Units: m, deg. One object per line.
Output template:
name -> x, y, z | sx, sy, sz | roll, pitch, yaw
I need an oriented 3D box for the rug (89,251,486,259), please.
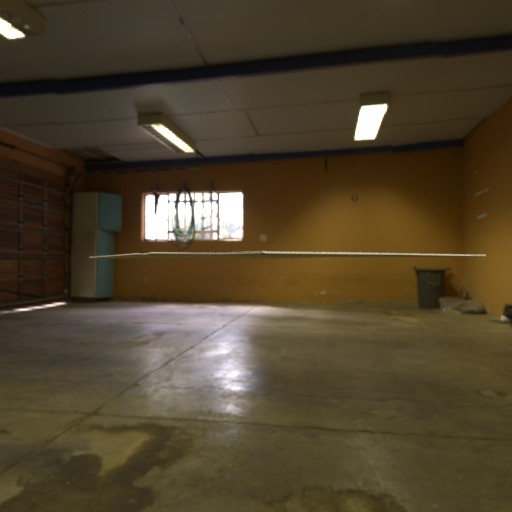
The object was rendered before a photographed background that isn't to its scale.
rug -> 0.000, 0.000, 3.045 | 1.609, 0.030, 2.342 | 0, -1, -35
